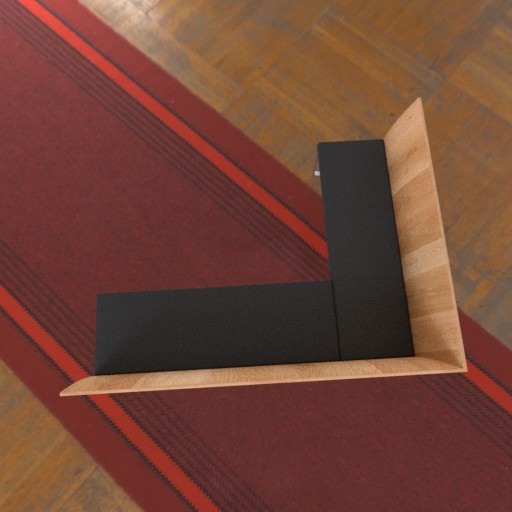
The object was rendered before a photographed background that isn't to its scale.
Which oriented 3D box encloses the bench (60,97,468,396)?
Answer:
[{"bbox_3d":[0.000,0.000,2.743,1.945,0.930,1.495,-3,76,-1],"label":"bench"}]
